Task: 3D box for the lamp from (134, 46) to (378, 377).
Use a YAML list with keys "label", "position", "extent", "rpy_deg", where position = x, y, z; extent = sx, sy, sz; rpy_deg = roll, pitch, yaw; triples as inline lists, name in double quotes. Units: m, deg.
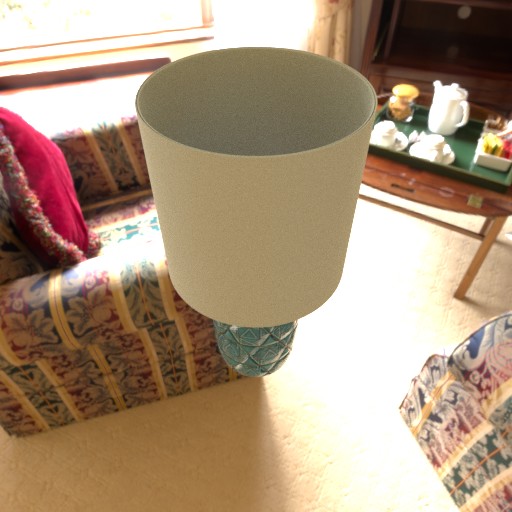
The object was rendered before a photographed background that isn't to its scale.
- label: "lamp"
  position: [0.000, 0.000, 0.491]
  extent: [0.193, 0.377, 0.193]
  rpy_deg: [25, 50, 23]
